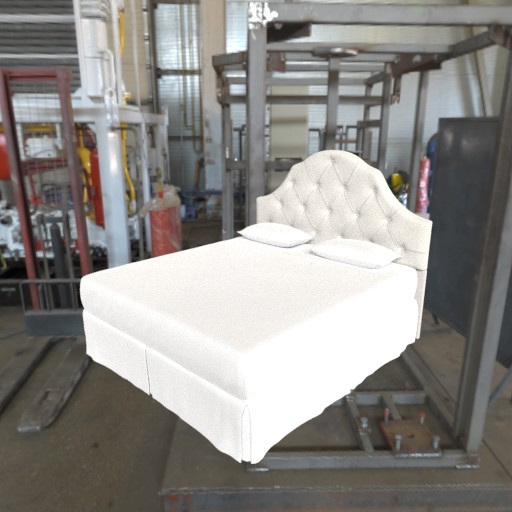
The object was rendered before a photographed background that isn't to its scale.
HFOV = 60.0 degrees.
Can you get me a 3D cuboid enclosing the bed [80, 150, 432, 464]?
[{"bbox_3d":[0.000,0.000,3.633,2.008,1.615,2.214,15,22,41],"label":"bed"}]
